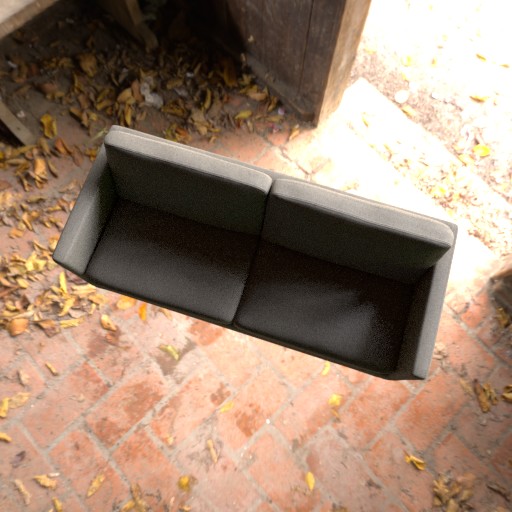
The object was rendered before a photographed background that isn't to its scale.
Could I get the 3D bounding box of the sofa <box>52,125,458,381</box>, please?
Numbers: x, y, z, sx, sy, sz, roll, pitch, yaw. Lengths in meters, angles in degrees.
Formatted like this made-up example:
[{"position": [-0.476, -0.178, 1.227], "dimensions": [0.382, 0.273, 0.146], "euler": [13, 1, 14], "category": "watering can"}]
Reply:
[{"position": [0.000, 0.000, 2.803], "dimensions": [2.208, 0.963, 0.956], "euler": [17, 75, 5], "category": "sofa"}]
